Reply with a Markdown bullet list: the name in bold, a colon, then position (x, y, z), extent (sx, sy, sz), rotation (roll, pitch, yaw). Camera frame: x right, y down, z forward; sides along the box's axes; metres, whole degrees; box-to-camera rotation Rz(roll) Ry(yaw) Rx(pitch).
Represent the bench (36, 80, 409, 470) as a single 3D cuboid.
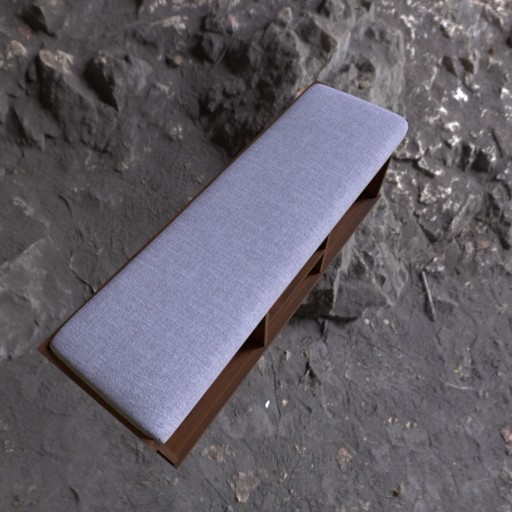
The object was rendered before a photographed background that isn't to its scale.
- **bench**: position (0.000, 0.000, 1.376), extent (0.367, 0.468, 1.196), rotation (32, 63, 18)
